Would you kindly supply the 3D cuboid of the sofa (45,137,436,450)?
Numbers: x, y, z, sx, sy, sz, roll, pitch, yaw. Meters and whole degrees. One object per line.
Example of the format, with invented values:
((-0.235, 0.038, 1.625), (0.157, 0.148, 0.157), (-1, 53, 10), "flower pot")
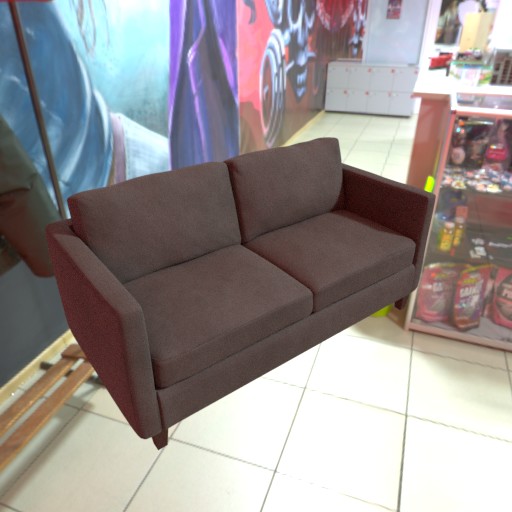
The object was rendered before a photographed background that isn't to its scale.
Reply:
((0.000, 0.000, 2.422), (1.884, 0.963, 0.950), (-20, 35, -32), "sofa")
